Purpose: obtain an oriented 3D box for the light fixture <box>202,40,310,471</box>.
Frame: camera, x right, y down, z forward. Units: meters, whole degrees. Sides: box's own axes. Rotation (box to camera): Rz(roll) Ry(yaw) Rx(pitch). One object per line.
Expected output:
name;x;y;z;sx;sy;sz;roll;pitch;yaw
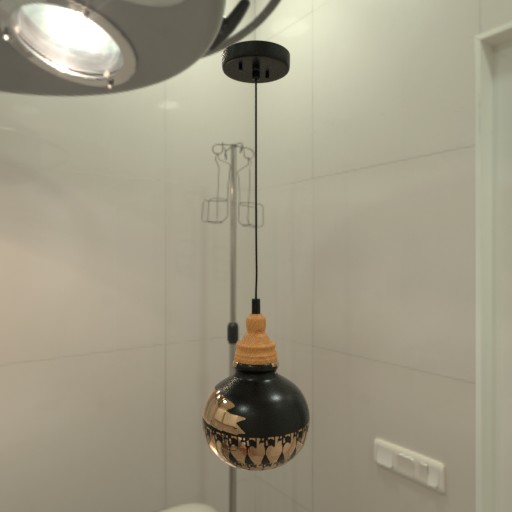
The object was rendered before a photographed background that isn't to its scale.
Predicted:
light fixture;0.000;0.000;1.787;0.430;1.606;0.430;0;0;-37
